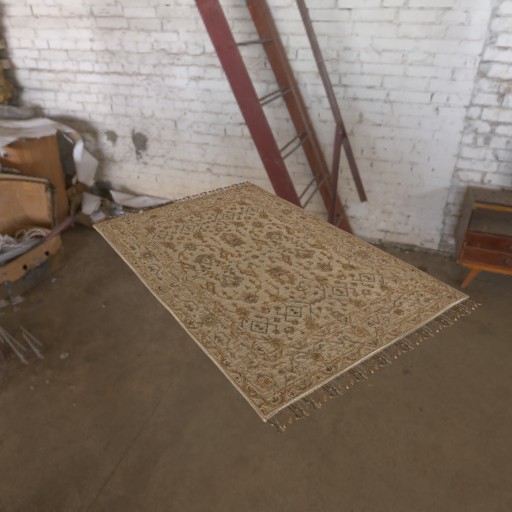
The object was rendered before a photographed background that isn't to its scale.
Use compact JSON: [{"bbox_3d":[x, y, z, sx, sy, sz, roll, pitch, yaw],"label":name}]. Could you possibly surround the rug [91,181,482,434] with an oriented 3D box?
[{"bbox_3d":[0.000,0.000,3.043,1.529,0.027,2.434,-20,36,-30],"label":"rug"}]
